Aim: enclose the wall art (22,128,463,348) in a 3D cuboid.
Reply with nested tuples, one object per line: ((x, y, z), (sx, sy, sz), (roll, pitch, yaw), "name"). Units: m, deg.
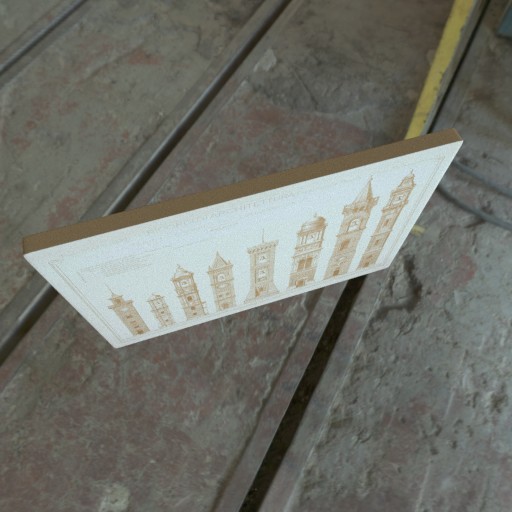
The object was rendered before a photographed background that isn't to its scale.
((0.000, 0.000, 0.481), (0.380, 0.254, 0.019), (-16, 63, -8), "wall art")
